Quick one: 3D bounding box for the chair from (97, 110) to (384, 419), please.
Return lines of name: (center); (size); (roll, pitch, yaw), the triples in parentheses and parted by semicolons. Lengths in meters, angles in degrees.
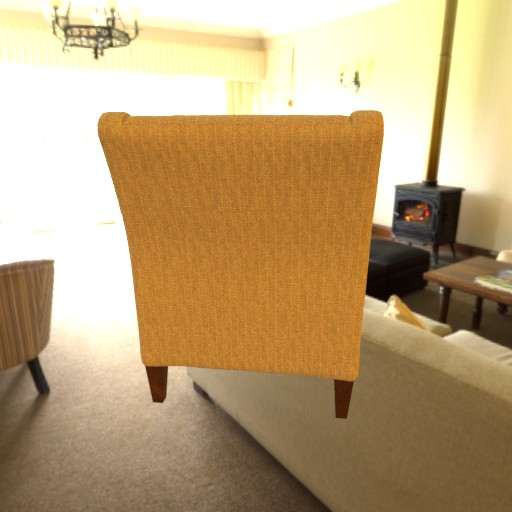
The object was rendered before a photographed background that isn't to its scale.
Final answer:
chair: (0.000, 0.000, 1.663); (0.774, 1.014, 0.870); (2, 17, 8)
